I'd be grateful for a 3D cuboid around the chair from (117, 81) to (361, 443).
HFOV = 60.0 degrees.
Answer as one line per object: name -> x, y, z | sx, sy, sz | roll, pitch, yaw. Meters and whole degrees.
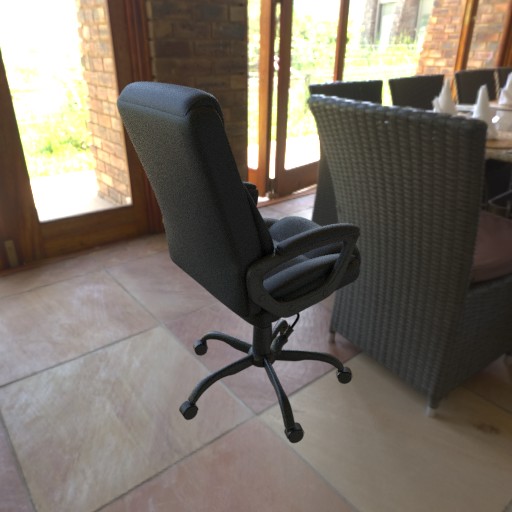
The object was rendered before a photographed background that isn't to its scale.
chair -> 0.000, 0.000, 1.446 | 0.655, 1.072, 0.615 | -17, 30, -31
